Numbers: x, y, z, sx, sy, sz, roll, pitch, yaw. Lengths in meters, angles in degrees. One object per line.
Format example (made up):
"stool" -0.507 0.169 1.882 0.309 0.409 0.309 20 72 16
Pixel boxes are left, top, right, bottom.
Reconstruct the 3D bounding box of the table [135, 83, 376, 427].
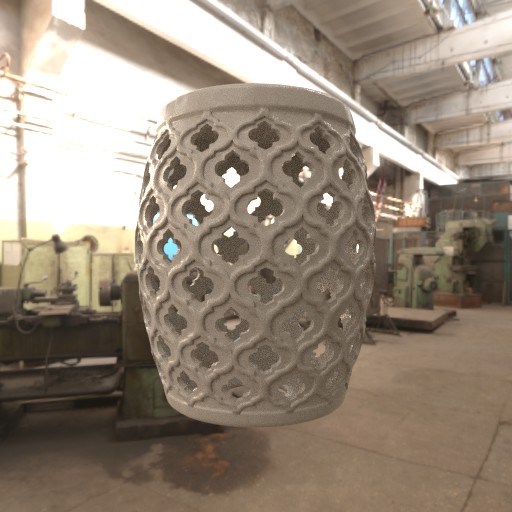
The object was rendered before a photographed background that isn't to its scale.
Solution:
"table" 0.000 0.000 0.619 0.325 0.388 0.325 0 0 0
